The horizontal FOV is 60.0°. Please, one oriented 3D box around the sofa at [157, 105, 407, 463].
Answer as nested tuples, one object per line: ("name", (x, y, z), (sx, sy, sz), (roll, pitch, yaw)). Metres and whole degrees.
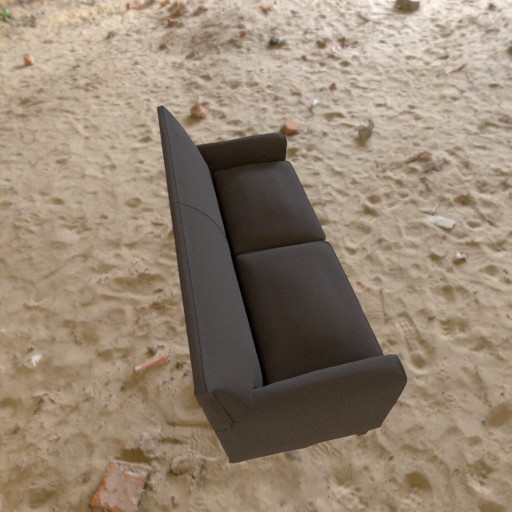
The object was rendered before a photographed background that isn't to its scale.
("sofa", (0.000, 0.000, 2.462), (0.843, 0.907, 2.002), (-9, 46, -9))
